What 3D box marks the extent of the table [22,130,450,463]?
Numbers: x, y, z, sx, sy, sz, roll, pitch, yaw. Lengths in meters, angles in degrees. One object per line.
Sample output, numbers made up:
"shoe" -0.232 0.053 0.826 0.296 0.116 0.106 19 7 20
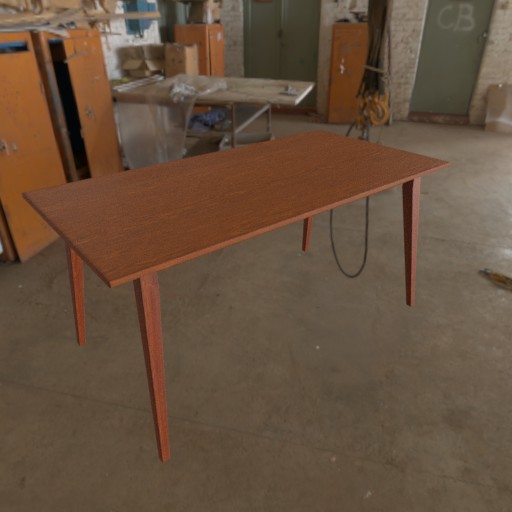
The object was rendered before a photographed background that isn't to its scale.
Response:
"table" 0.000 0.000 2.013 1.609 0.755 0.811 -21 35 -34
